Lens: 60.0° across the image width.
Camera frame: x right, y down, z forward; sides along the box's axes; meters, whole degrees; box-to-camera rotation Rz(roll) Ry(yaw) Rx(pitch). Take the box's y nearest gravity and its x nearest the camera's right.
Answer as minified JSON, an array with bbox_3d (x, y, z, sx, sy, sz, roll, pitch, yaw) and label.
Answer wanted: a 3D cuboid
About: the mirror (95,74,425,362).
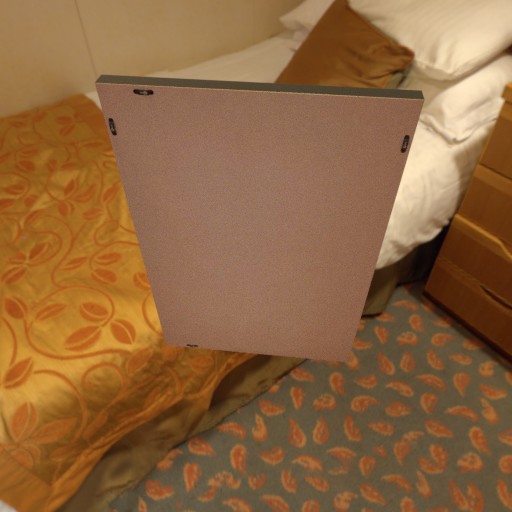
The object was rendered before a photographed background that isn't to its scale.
[{"bbox_3d":[0.000,0.000,1.156,0.609,0.915,0.040,5,47,4],"label":"mirror"}]
